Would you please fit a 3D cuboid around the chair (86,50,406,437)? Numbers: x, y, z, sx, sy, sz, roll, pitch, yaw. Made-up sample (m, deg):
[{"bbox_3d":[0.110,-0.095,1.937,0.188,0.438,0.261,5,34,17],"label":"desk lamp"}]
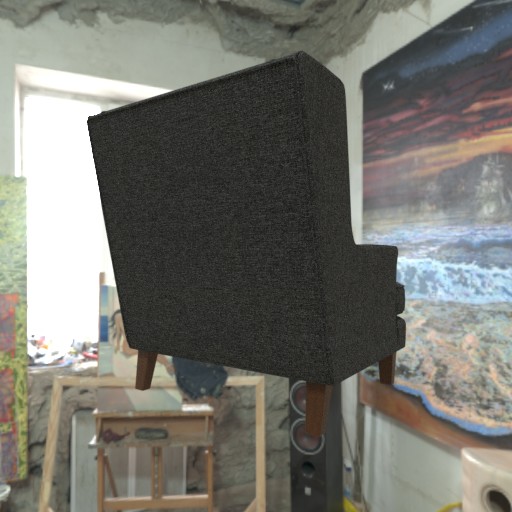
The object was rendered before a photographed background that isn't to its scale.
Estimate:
[{"bbox_3d":[0.000,0.000,1.777,0.942,1.082,0.927,0,0,35],"label":"chair"}]
